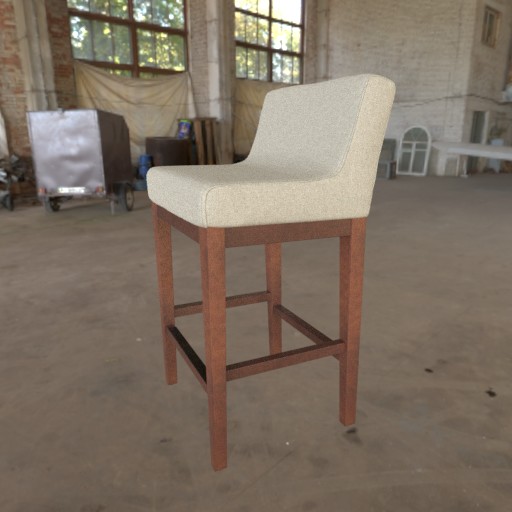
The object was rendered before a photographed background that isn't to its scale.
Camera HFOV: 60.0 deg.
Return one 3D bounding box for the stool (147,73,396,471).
[{"bbox_3d":[0.000,0.000,1.256,0.500,0.937,0.511,-8,17,-25],"label":"stool"}]
